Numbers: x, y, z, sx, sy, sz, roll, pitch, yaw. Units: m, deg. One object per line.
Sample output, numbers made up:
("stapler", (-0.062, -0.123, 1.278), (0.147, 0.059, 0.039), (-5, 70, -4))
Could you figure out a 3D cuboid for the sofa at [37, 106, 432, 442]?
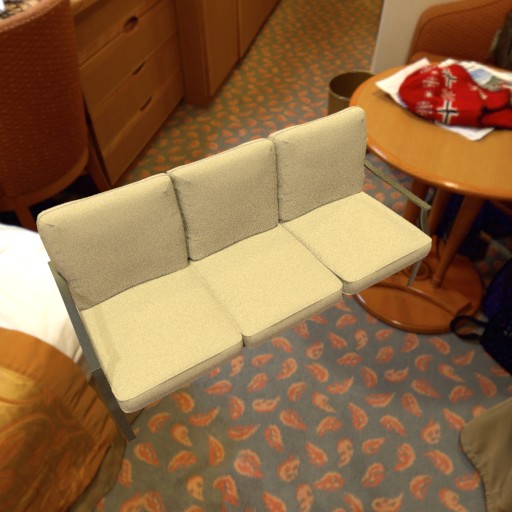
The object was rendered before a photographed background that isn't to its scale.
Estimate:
("sofa", (0.000, 0.000, 2.164), (1.740, 0.860, 0.787), (-24, 52, -21))
